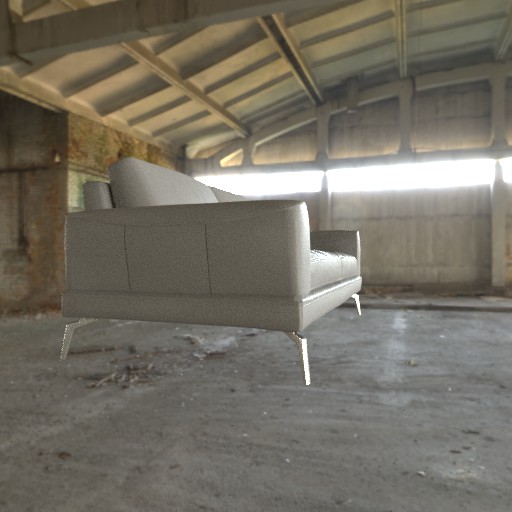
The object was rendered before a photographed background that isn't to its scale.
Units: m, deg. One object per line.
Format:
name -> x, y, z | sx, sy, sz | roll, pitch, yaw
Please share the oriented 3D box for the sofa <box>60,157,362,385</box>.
sofa -> 0.000, 0.000, 2.744 | 1.121, 0.930, 2.177 | 0, 0, 19
